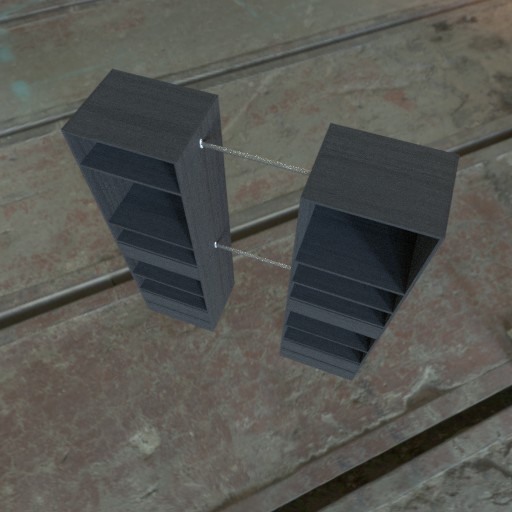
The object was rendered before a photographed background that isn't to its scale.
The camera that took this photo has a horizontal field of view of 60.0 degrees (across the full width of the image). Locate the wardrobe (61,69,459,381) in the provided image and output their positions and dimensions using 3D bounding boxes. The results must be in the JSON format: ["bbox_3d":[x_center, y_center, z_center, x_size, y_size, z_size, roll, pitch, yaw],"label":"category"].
[{"bbox_3d":[0.000,0.000,2.883,1.770,2.000,0.480,17,60,10],"label":"wardrobe"}]
